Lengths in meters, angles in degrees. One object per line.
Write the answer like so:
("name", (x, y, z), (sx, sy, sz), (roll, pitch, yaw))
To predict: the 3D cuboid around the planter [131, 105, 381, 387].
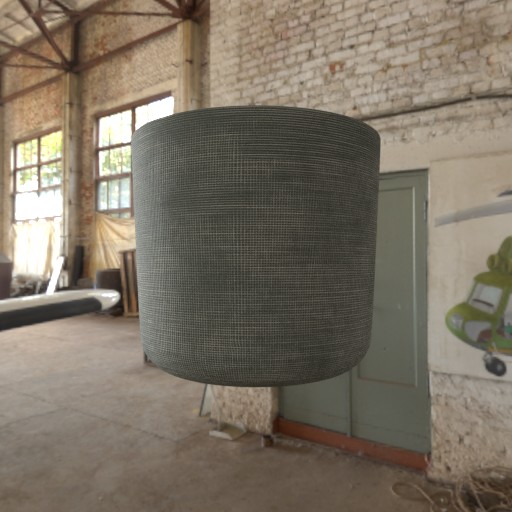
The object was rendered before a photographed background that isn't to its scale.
("planter", (0.000, 0.000, 0.809), (0.440, 0.398, 0.440), (0, -1, 0))
